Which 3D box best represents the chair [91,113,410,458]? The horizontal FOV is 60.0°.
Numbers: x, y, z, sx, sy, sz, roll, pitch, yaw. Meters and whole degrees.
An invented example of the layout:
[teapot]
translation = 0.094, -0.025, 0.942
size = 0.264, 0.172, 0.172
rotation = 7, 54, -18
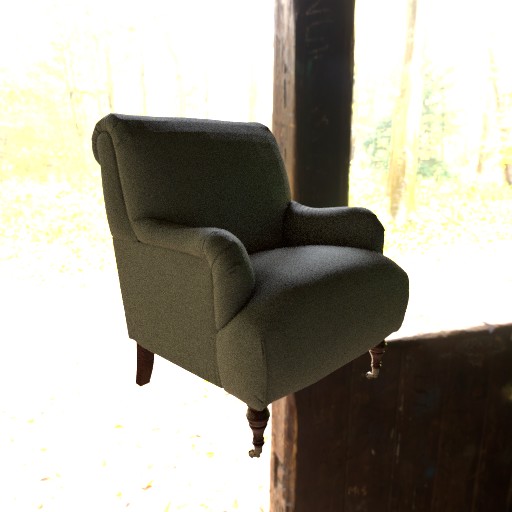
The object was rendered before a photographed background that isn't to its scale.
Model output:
[chair]
translation = 0.000, 0.000, 1.911
size = 1.060, 1.178, 0.964
rotation = 13, 19, 43
